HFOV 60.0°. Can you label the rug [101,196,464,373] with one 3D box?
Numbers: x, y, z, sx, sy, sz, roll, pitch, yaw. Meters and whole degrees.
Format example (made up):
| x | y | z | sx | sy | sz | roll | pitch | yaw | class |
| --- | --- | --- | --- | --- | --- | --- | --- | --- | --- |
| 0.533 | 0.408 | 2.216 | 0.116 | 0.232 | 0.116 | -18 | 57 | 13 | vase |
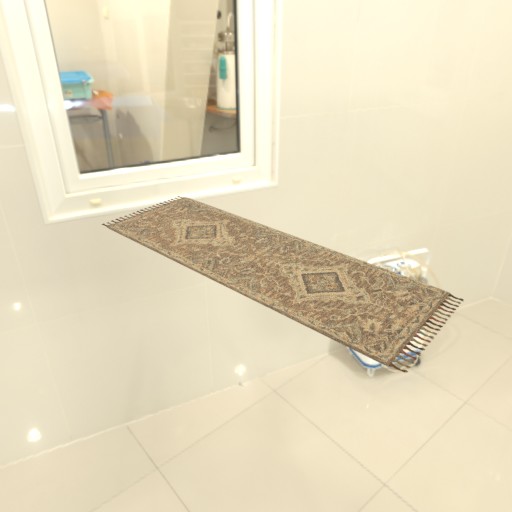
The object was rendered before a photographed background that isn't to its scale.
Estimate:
| x | y | z | sx | sy | sz | roll | pitch | yaw | class |
| --- | --- | --- | --- | --- | --- | --- | --- | --- | --- |
| 0.000 | 0.000 | 2.746 | 1.324 | 0.018 | 2.378 | -18 | 34 | -29 | rug |
